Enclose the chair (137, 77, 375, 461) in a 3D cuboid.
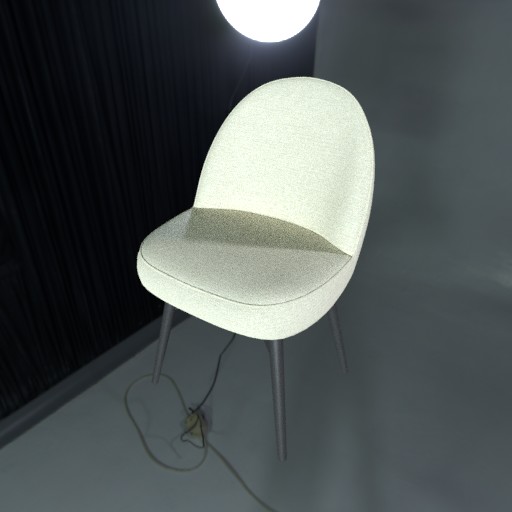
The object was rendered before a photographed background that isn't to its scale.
[{"bbox_3d":[0.000,0.000,1.188,0.532,0.838,0.540,19,35,30],"label":"chair"}]
